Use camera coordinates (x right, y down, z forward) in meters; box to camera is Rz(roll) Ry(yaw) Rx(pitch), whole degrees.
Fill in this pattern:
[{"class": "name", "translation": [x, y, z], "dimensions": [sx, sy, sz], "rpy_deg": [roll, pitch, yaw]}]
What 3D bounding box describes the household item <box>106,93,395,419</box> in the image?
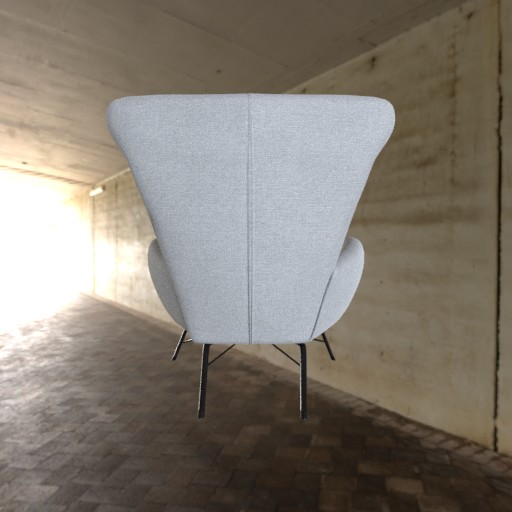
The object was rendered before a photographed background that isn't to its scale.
[{"class": "household item", "translation": [0.000, 0.000, 1.748], "dimensions": [0.980, 1.050, 0.900], "rpy_deg": [0, 1, 0]}]
